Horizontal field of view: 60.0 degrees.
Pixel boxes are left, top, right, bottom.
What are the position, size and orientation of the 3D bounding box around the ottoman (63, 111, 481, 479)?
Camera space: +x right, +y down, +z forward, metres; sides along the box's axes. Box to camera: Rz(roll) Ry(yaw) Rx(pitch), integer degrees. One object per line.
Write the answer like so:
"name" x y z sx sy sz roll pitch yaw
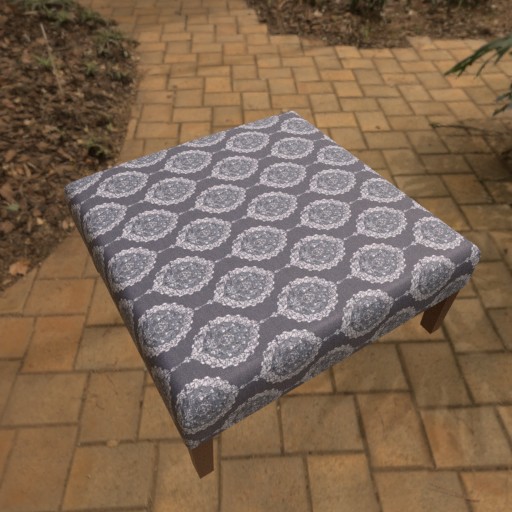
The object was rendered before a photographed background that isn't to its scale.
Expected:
"ottoman" 0.000 0.000 1.396 0.890 0.409 0.889 -24 51 -21
